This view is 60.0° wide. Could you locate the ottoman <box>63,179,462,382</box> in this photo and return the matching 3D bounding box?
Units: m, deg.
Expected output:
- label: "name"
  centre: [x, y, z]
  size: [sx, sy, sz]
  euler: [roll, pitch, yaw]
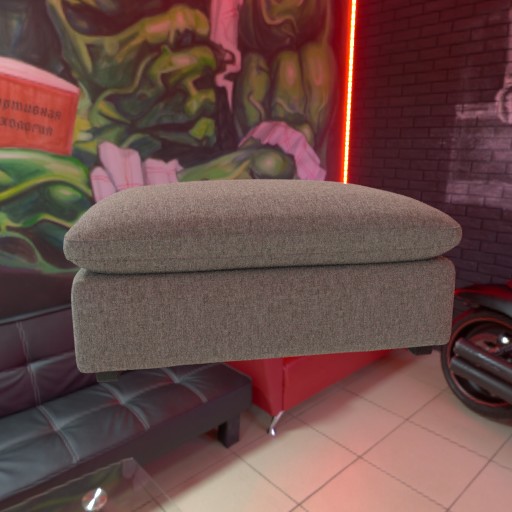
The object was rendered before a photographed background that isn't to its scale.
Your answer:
- label: "ottoman"
  centre: [0.000, 0.000, 1.367]
  size: [0.977, 0.451, 0.694]
  euler: [-2, 15, -9]
